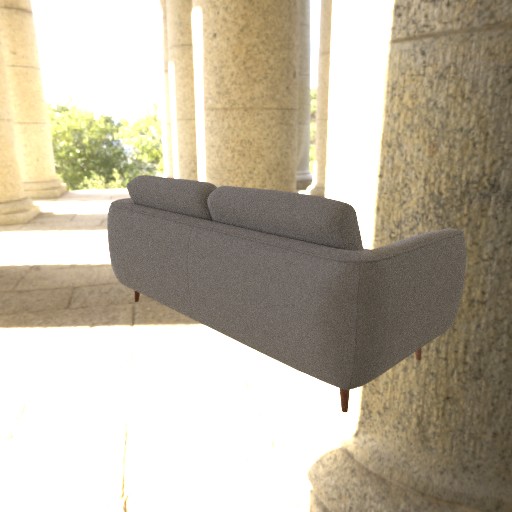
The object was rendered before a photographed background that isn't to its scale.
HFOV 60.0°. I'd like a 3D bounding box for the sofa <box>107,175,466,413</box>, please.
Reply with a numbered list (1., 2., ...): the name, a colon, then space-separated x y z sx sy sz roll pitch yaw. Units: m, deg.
1. sofa: 0.000 0.000 2.485 0.920 0.850 2.000 -14 21 -42
